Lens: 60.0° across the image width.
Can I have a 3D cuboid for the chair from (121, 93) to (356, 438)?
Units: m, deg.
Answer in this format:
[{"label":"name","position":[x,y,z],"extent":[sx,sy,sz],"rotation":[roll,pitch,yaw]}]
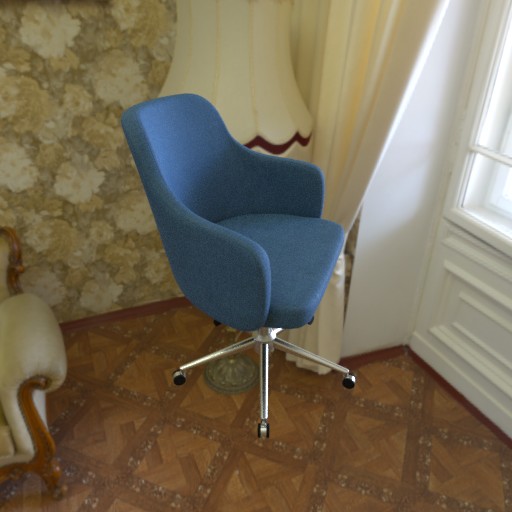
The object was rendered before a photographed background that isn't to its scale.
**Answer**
[{"label":"chair","position":[0.000,0.000,1.279],"extent":[0.655,0.820,0.599],"rotation":[10,32,17]}]
